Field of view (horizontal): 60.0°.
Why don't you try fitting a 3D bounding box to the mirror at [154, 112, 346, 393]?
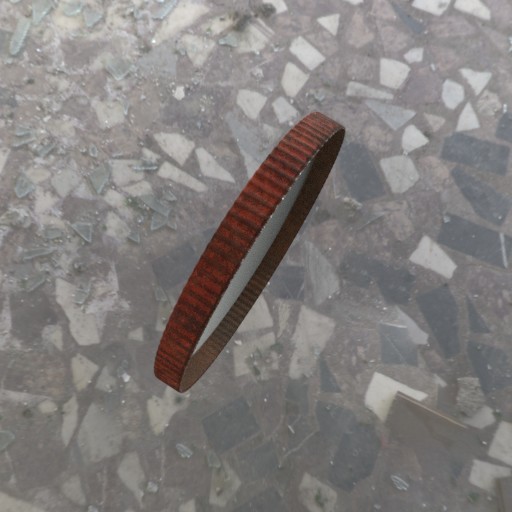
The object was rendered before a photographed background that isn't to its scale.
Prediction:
[{"bbox_3d":[0.000,0.000,0.914,0.056,0.609,0.609,32,78,7],"label":"mirror"}]
